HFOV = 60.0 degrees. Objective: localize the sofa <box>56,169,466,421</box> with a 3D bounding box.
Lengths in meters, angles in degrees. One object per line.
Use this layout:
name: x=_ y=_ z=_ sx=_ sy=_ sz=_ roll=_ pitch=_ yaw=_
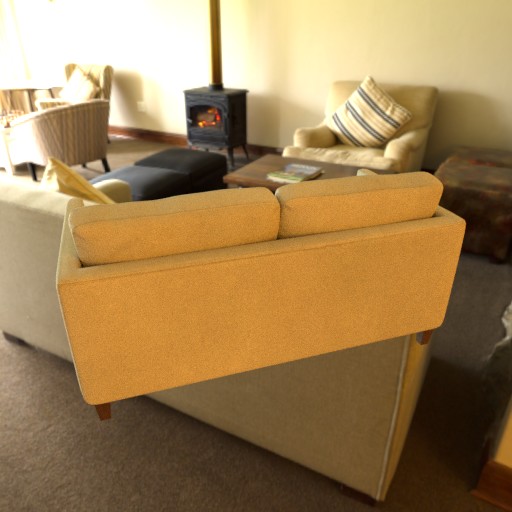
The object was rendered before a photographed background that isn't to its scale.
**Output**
sofa: x=0.000 y=0.000 z=2.353 sx=1.846 sy=0.940 sz=0.950 roll=-9 pitch=29 yaw=-16
